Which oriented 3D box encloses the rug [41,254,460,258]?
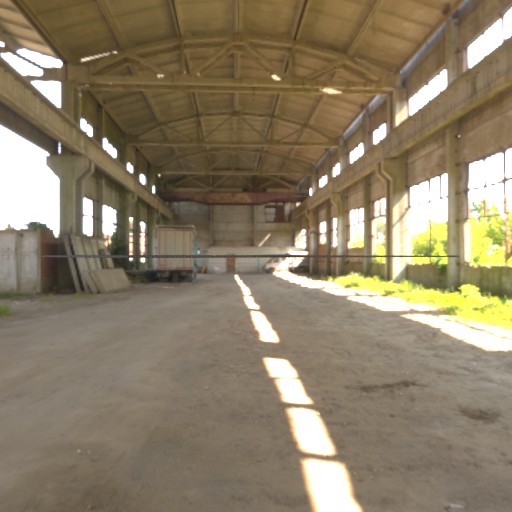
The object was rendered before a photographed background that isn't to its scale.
[{"bbox_3d":[0.000,0.000,2.299,1.820,0.012,1.207,0,0,-37],"label":"rug"}]
